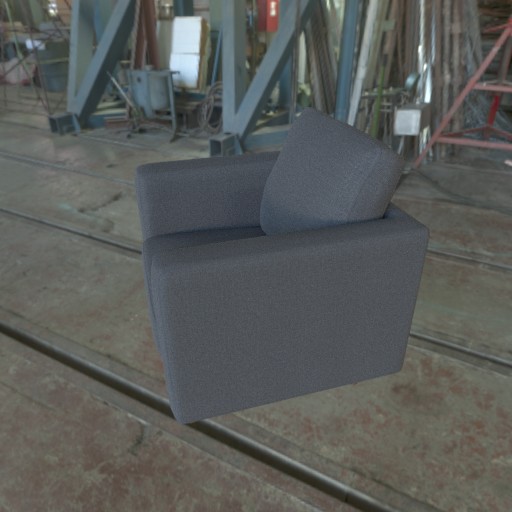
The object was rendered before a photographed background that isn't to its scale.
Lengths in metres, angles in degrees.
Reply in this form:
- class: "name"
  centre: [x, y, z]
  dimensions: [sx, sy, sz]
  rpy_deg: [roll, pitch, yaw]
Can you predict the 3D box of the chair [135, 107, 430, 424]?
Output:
- class: "chair"
  centre: [0.000, 0.000, 1.605]
  dimensions: [0.800, 0.927, 0.854]
  rpy_deg: [-8, 31, -14]
